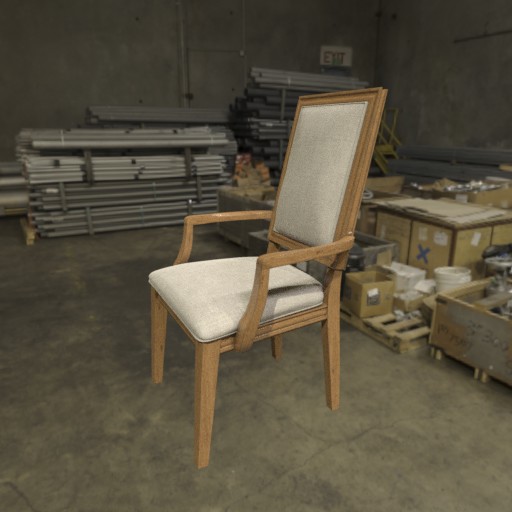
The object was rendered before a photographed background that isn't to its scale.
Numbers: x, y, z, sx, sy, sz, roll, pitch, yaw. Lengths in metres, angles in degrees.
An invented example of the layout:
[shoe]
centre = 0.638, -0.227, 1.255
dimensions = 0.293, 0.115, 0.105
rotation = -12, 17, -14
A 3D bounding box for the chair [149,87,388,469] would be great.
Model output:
[chair]
centre = 0.000, 0.000, 1.399
dimensions = 0.602, 0.990, 0.606
rotation = -8, 18, -26
